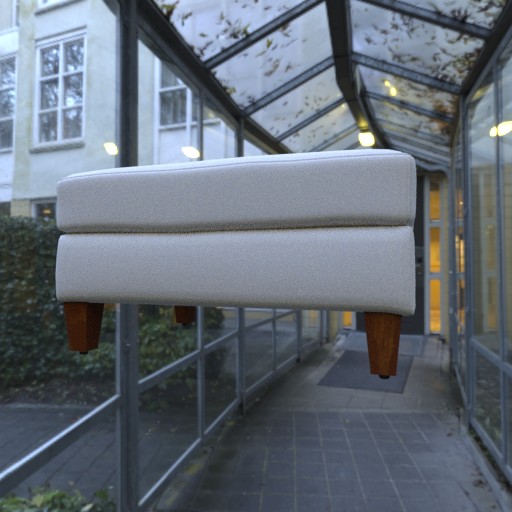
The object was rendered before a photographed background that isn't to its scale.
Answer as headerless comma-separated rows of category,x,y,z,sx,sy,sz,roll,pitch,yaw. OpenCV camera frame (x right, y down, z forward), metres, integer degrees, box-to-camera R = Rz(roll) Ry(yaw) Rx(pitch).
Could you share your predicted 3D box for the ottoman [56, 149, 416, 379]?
ottoman,0.000,0.000,1.209,0.818,0.479,0.634,0,-1,19
